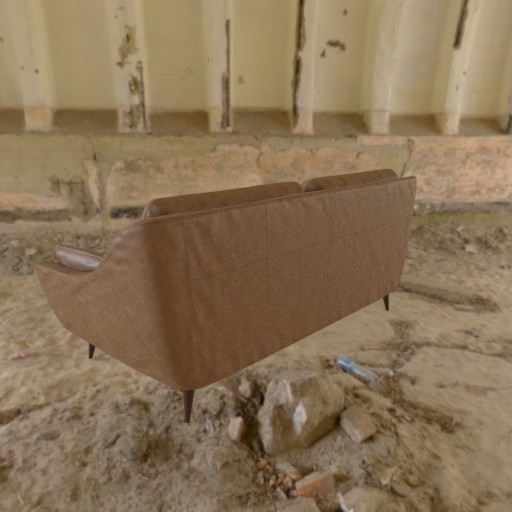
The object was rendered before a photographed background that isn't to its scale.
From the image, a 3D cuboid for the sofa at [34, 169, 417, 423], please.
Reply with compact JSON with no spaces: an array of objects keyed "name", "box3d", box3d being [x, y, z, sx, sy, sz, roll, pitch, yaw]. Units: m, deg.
[{"name":"sofa","box3d":[0.000,0.000,2.314,1.902,0.839,0.904,-16,23,-43]}]
